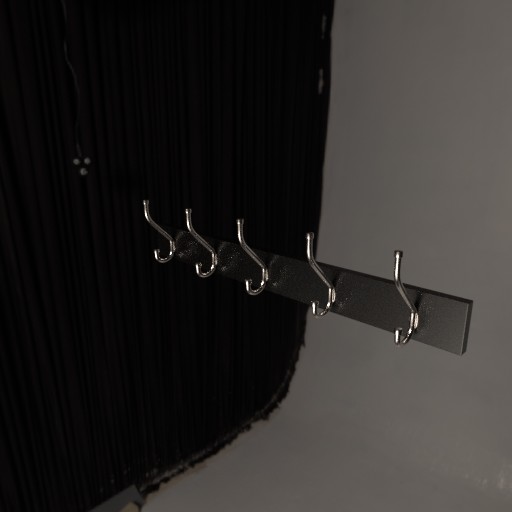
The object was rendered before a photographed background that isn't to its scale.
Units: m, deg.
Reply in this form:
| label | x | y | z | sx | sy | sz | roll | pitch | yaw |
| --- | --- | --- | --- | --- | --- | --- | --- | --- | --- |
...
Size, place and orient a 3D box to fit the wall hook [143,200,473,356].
| label | x | y | z | sx | sy | sz | roll | pitch | yaw |
| --- | --- | --- | --- | --- | --- | --- | --- | --- | --- |
| wall hook | 0.000 | 0.000 | 0.634 | 0.571 | 0.117 | 0.071 | 15 | 22 | 42 |
